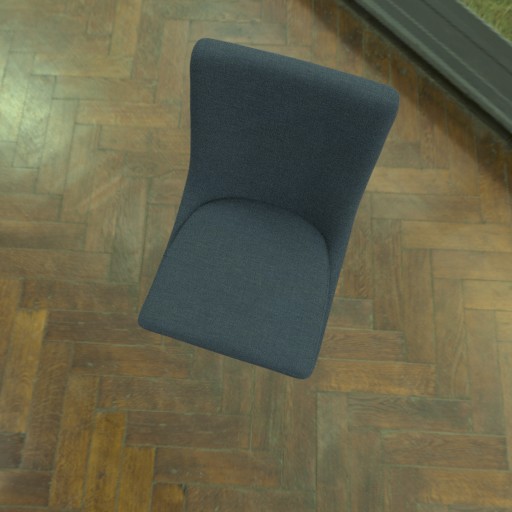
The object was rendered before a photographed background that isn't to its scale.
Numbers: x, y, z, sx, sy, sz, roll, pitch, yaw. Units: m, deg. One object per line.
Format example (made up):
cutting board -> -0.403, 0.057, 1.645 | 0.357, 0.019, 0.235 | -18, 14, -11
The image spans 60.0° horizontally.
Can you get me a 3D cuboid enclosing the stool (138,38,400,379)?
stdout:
stool -> 0.000, 0.000, 1.250 | 0.470, 0.981, 0.577 | 17, 76, 4
